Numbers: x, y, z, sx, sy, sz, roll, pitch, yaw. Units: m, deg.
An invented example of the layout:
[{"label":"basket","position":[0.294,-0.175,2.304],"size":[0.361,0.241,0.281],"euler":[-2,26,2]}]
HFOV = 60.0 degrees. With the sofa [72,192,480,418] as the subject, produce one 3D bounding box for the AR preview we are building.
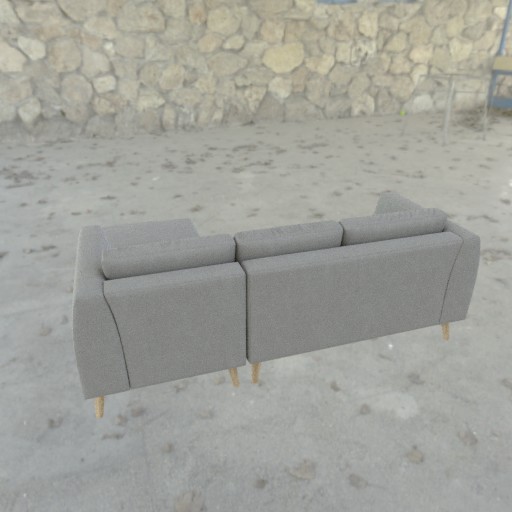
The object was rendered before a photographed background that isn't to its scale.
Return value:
[{"label":"sofa","position":[0.000,0.000,3.031],"size":[2.300,0.860,1.580],"euler":[-8,27,-16]}]
